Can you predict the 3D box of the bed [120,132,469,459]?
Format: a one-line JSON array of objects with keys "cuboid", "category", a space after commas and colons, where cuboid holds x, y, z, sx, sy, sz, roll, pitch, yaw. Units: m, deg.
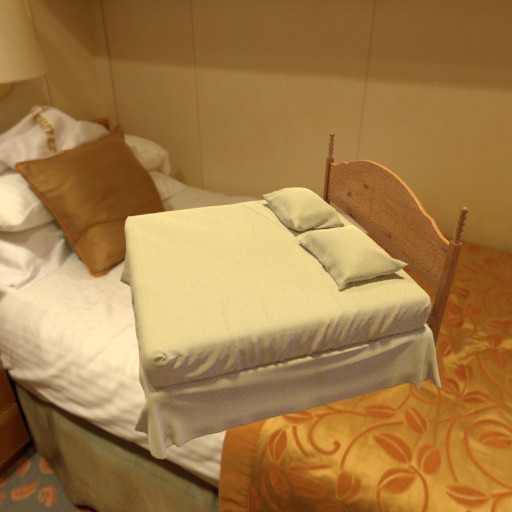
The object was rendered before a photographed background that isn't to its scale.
[{"cuboid": [0.000, 0.000, 3.577, 2.219, 1.355, 2.322, -9, 31, -15], "category": "bed"}]
